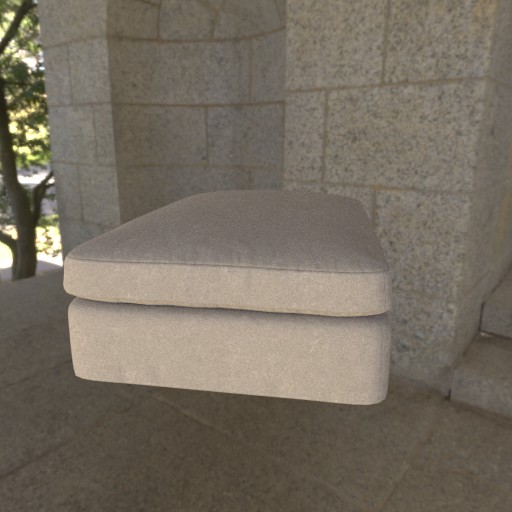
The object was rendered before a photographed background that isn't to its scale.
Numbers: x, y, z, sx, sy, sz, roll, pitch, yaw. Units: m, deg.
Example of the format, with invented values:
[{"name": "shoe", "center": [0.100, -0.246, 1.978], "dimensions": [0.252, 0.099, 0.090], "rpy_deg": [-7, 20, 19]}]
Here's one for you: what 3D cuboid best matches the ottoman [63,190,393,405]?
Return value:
[{"name": "ottoman", "center": [0.000, 0.000, 1.628], "dimensions": [0.840, 0.429, 1.199], "rpy_deg": [2, 15, 9]}]
